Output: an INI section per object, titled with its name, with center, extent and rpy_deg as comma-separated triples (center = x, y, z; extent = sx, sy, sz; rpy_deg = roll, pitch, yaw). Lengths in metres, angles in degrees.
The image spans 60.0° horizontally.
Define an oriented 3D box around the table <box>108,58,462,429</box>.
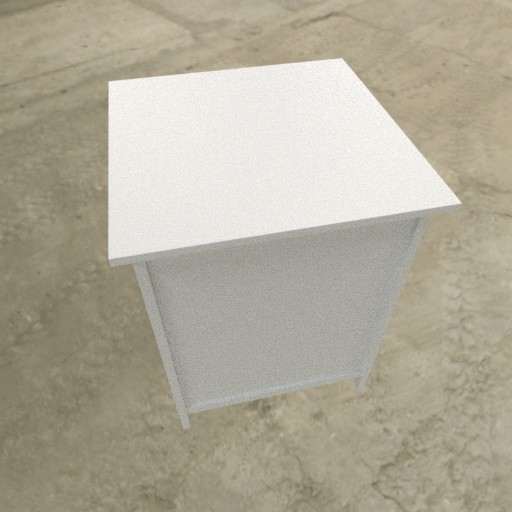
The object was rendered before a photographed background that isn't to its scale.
[table]
center = 0.000, 0.000, 0.763
extent = 0.381, 0.483, 0.381
rpy_deg = -9, 48, -9
